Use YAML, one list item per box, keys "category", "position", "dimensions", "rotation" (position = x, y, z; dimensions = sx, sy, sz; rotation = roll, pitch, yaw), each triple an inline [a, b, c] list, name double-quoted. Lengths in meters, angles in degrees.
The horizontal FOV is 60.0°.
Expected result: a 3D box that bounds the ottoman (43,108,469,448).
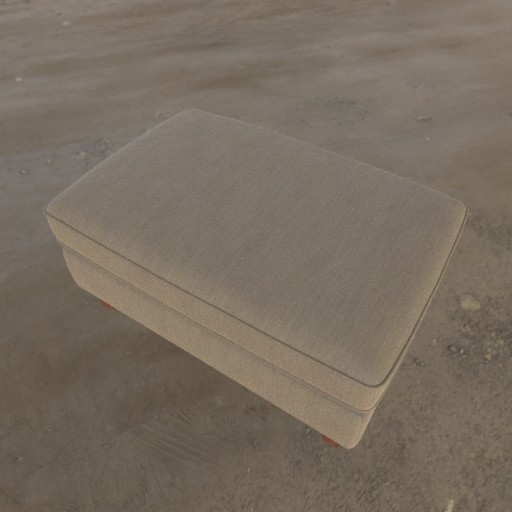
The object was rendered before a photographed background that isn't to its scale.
- category: "ottoman"
  position: [0.000, 0.000, 1.264]
  dimensions: [0.941, 0.480, 0.636]
  rotation: [25, 52, 22]
